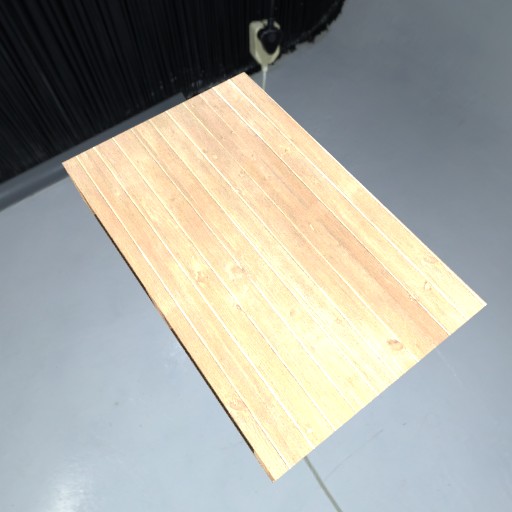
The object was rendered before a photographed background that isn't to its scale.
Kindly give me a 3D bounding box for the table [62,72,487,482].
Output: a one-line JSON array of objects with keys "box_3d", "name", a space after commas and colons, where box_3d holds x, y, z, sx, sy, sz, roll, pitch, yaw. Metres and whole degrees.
[{"box_3d": [0.000, 0.000, 1.689, 0.827, 0.413, 1.299, -33, 67, -16], "name": "table"}]
